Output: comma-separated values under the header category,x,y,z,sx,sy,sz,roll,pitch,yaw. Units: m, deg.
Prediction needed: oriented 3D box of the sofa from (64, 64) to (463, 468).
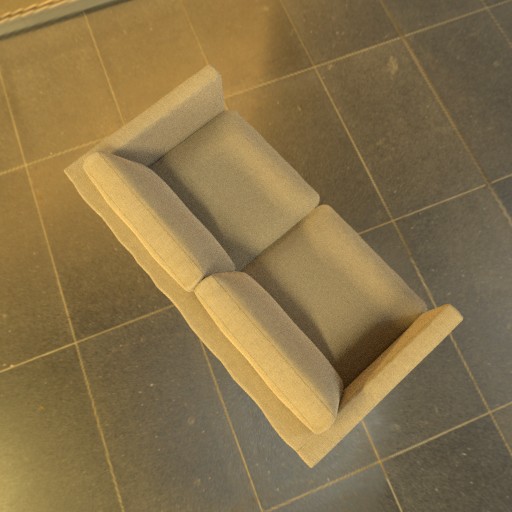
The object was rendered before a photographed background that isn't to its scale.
category,x,y,z,sx,sy,sz,roll,pitch,yaw
sofa,0.000,0.000,2.284,0.956,0.828,1.766,-40,78,-10
